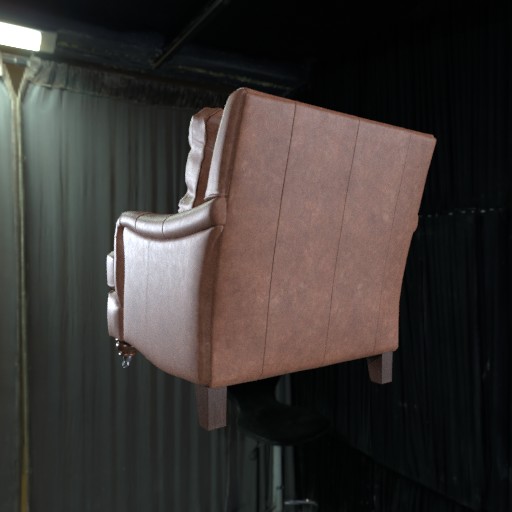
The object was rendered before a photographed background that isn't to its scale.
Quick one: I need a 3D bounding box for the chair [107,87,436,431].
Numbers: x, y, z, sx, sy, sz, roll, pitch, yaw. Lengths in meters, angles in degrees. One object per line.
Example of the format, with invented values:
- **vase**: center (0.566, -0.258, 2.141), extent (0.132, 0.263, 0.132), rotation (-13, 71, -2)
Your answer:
- **chair**: center (0.000, 0.000, 1.901), extent (0.986, 1.055, 1.158), rotation (-1, 1, -35)
